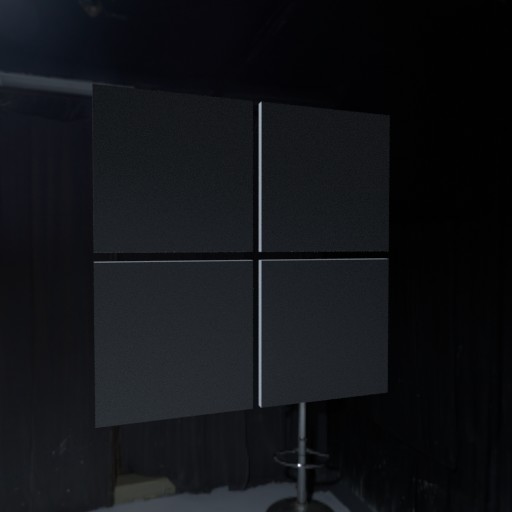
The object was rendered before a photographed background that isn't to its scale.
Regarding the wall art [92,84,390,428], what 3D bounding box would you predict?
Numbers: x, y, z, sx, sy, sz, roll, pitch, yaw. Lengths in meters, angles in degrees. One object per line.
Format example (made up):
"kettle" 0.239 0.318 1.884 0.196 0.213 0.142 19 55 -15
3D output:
"wall art" 0.000 0.000 1.628 1.118 1.118 0.029 0 2 -18
